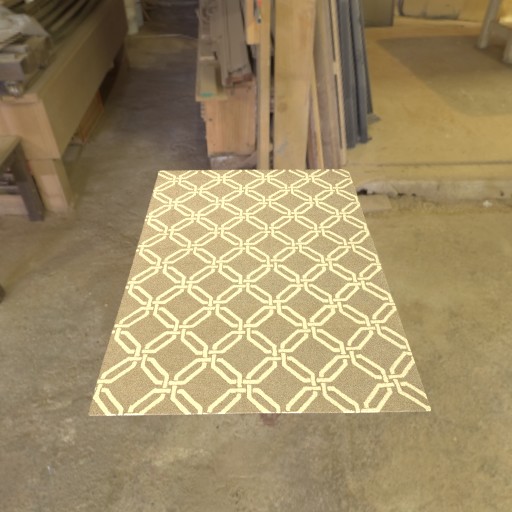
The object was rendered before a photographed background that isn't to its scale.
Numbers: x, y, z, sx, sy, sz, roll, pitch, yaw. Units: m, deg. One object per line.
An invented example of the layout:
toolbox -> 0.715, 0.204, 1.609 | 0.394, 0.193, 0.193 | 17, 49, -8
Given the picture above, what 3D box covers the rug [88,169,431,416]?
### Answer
rug -> 0.000, 0.000, 4.429 | 2.441, 0.020, 3.419 | -1, 41, -1
